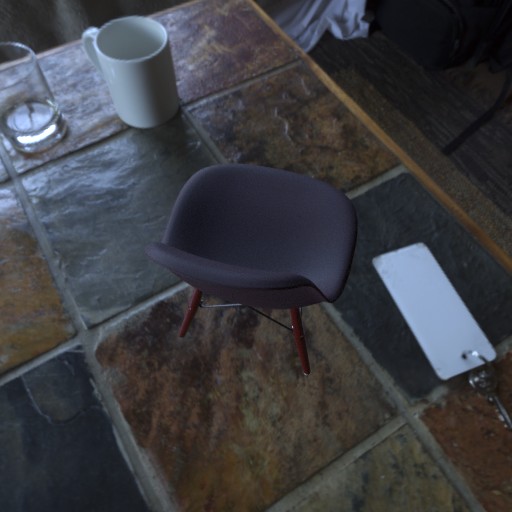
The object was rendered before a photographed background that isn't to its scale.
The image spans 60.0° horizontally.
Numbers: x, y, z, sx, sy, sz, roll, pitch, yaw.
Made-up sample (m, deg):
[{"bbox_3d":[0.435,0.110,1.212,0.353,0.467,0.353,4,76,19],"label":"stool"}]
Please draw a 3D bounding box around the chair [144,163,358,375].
[{"bbox_3d":[0.000,0.000,1.119,0.470,0.826,0.533,13,63,7],"label":"chair"}]
